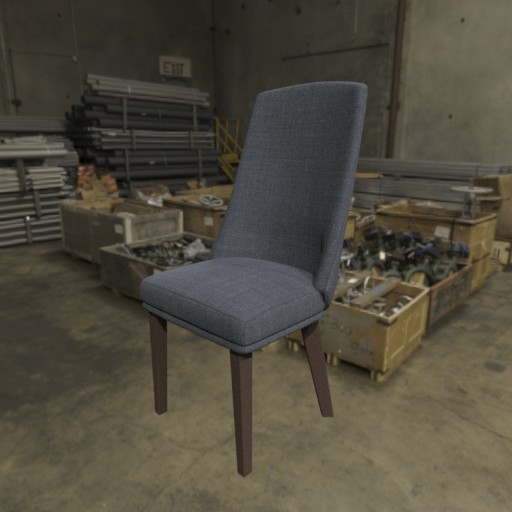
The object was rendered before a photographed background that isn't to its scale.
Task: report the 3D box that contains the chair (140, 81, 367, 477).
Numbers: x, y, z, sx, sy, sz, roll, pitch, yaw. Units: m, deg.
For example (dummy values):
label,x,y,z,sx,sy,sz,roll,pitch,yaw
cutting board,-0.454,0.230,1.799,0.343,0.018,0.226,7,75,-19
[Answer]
label,x,y,z,sx,sy,sz,roll,pitch,yaw
chair,0.000,0.000,1.369,0.510,1.050,0.577,14,20,42
